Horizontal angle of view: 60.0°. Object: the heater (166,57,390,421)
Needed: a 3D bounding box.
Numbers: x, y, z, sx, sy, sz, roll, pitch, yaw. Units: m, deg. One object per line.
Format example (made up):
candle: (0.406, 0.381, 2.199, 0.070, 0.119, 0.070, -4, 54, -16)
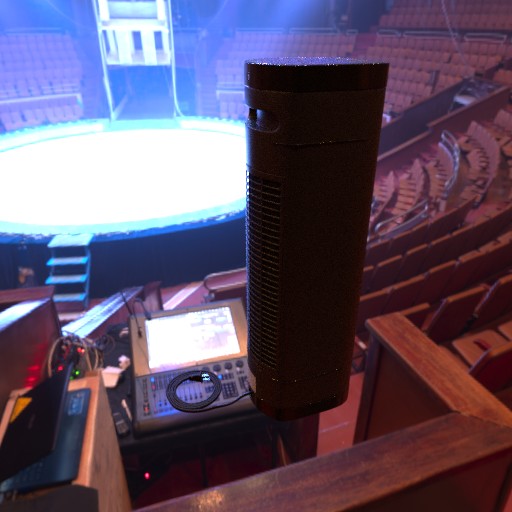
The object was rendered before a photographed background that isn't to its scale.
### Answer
heater: (0.000, 0.000, 0.682, 0.312, 0.552, 0.174, -9, 28, -18)
